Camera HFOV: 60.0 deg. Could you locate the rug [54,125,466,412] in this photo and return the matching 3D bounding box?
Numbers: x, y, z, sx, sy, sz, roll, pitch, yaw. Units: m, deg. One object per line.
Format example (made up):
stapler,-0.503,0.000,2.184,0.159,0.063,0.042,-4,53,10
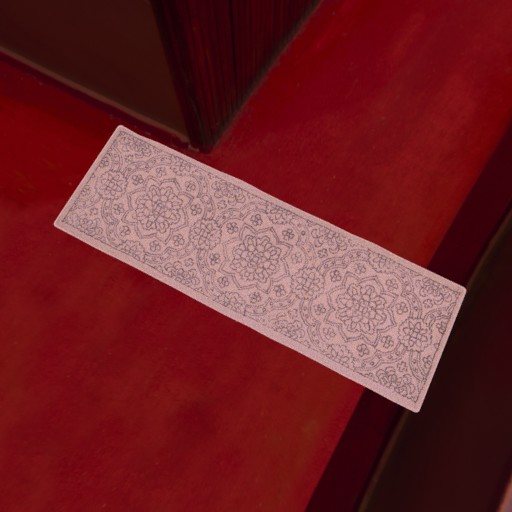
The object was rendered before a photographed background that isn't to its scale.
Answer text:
rug,0.000,0.000,2.700,2.431,0.006,0.806,26,77,7
